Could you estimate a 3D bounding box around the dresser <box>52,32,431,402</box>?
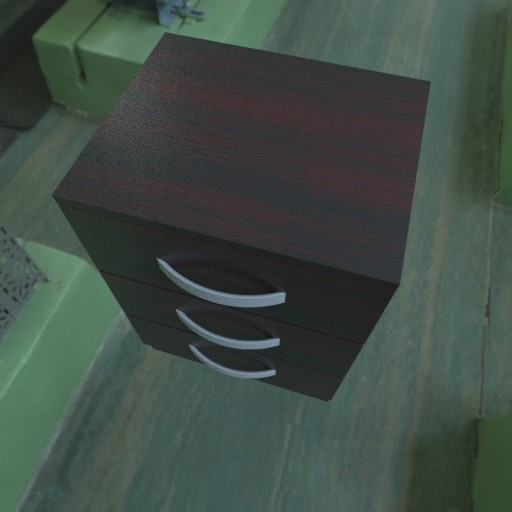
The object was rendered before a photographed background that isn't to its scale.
[{"bbox_3d":[0.000,0.000,0.797,0.400,0.560,0.360,15,60,9],"label":"dresser"}]
